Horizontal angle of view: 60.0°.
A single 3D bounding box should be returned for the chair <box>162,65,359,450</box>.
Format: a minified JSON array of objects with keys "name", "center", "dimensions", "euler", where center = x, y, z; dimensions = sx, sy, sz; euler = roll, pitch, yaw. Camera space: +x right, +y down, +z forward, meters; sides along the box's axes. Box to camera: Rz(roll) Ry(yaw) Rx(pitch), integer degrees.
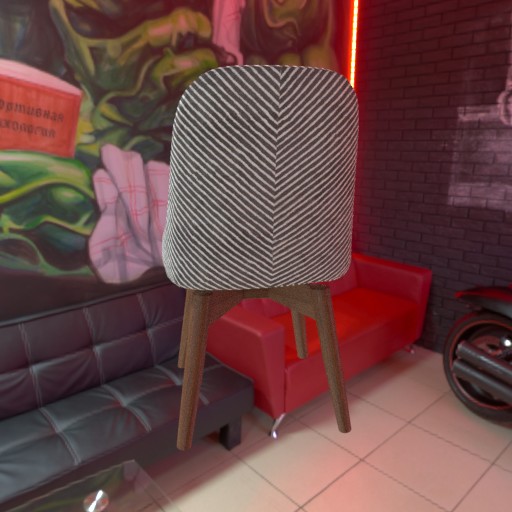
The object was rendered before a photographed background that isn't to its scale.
[{"name":"chair","center":[0.000,0.000,1.218],"dimensions":[0.504,0.883,0.591],"euler":[-2,14,-9]}]
